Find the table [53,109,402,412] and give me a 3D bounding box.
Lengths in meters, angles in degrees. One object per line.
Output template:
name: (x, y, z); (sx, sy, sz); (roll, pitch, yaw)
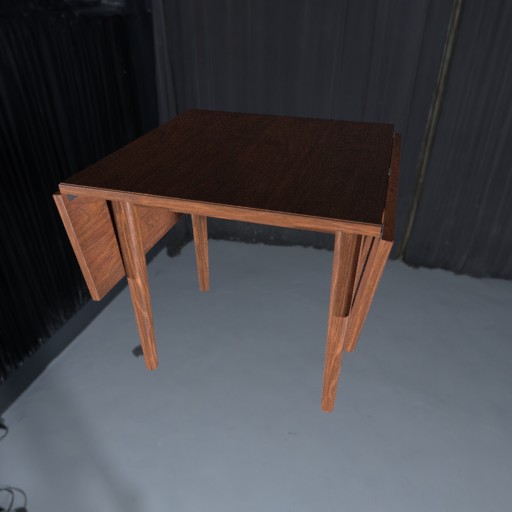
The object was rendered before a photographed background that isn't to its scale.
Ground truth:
table: (0.000, 0.000, 1.539); (0.843, 0.763, 0.812); (9, 33, 14)
